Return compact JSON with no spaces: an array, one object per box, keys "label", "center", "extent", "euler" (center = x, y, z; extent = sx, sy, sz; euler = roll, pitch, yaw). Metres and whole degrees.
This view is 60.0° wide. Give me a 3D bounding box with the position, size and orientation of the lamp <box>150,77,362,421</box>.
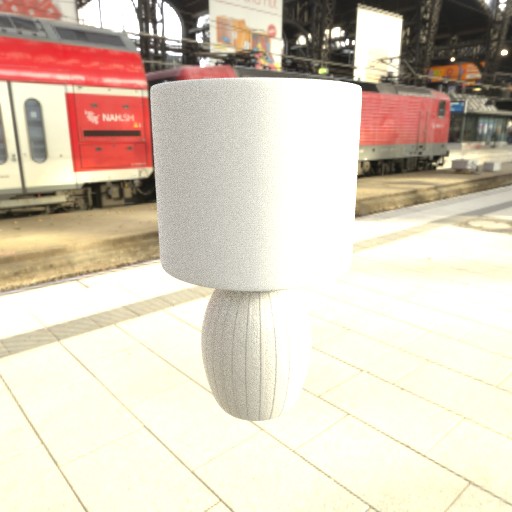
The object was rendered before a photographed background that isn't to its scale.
[{"label":"lamp","center":[0.000,0.000,0.777],"extent":[0.328,0.570,0.328],"euler":[0,16,0]}]
